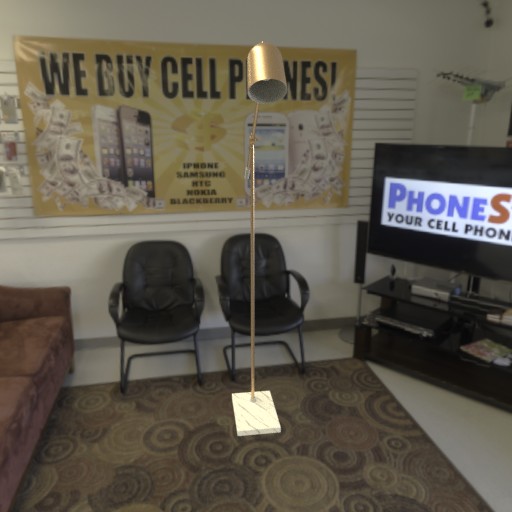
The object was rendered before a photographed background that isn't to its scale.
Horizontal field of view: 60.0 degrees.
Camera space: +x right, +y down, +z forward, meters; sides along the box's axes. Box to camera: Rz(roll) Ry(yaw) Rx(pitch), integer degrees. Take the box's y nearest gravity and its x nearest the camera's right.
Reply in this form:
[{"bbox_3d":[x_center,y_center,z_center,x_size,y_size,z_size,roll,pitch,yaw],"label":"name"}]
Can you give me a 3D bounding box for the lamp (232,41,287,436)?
[{"bbox_3d":[0.000,0.000,1.870,0.194,1.594,0.653,-2,16,-8],"label":"lamp"}]
